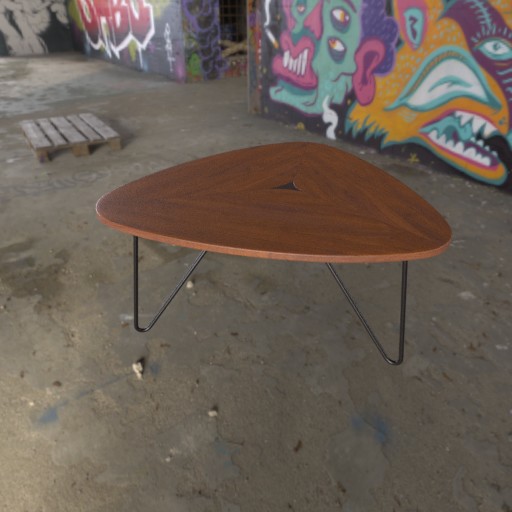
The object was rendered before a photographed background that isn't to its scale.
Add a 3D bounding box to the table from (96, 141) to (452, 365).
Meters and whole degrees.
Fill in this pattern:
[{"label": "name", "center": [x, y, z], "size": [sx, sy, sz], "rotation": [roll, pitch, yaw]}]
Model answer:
[{"label": "table", "center": [0.000, 0.000, 1.293], "size": [0.821, 0.413, 0.833], "rotation": [-8, 31, -13]}]
